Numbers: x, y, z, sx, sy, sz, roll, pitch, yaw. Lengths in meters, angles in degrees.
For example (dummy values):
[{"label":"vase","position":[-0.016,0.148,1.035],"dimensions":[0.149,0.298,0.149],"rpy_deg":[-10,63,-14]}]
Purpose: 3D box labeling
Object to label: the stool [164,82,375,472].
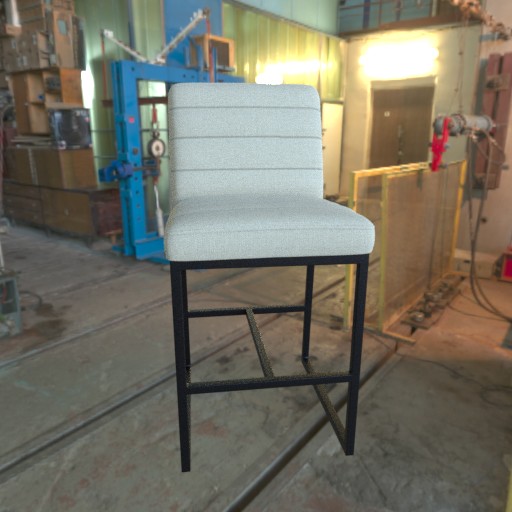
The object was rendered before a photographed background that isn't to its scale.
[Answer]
[{"label":"stool","position":[0.000,0.000,1.226],"dimensions":[0.460,0.940,0.560],"rpy_deg":[-2,16,-8]}]
